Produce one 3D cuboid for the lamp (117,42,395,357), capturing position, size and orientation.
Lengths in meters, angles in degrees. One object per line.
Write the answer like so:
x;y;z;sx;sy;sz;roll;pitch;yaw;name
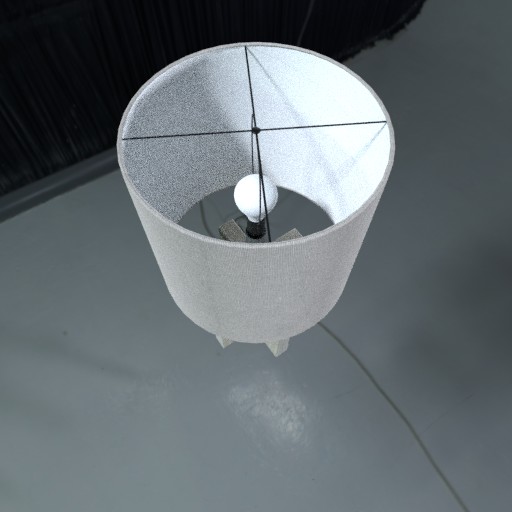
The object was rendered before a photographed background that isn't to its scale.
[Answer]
0.000;0.000;0.553;0.229;0.428;0.229;-32;65;-17;lamp
